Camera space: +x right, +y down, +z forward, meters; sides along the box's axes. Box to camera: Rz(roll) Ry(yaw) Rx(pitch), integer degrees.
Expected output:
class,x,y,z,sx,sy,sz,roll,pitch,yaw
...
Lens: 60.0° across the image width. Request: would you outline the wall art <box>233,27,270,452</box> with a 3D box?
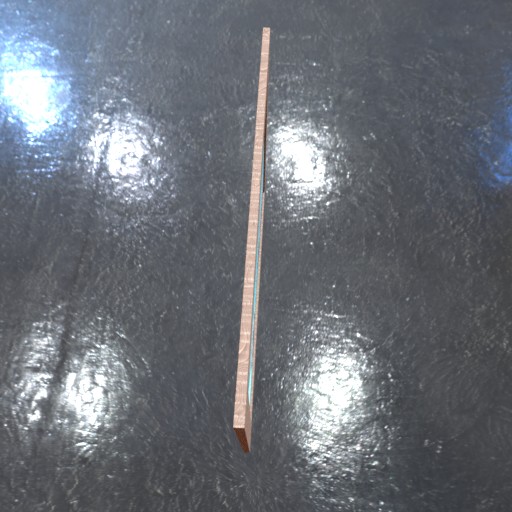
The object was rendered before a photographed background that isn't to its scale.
class,x,y,z,sx,sy,sz,roll,pitch,yaw
wall art,0.000,0.000,1.346,0.020,0.761,1.056,3,63,1
